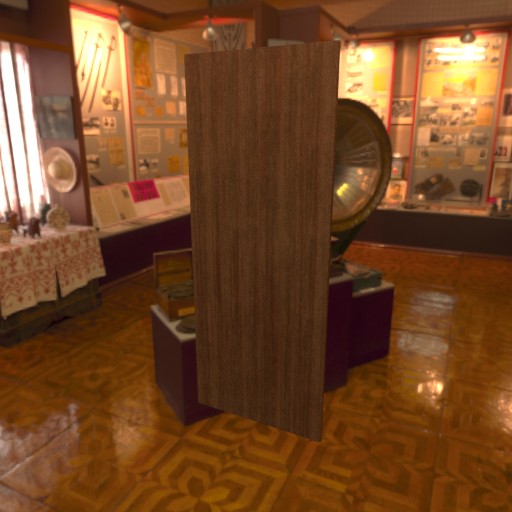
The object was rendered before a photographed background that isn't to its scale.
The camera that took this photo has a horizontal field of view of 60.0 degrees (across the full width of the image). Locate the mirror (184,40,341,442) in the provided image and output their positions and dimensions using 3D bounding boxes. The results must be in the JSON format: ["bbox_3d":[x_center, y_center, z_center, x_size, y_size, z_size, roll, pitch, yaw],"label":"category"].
[{"bbox_3d":[0.000,0.000,2.364,0.812,2.032,0.025,8,18,26],"label":"mirror"}]
